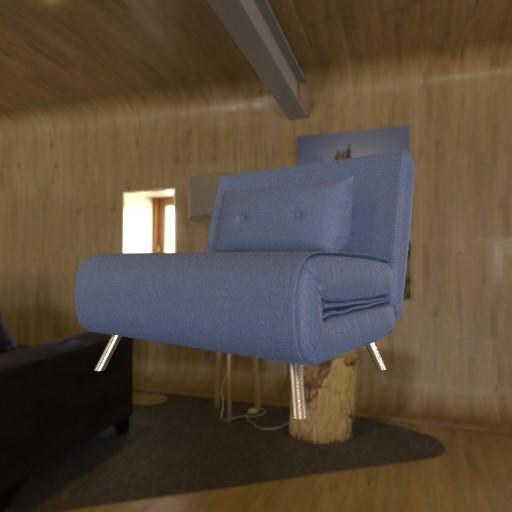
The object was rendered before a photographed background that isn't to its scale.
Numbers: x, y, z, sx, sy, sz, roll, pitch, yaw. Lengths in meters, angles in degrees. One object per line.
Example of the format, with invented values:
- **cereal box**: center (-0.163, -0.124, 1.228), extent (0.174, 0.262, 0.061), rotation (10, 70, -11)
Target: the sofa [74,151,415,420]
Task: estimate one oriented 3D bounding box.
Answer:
- **sofa**: center (0.000, 0.000, 1.758), extent (0.999, 0.860, 0.996), rotation (0, 0, 35)
